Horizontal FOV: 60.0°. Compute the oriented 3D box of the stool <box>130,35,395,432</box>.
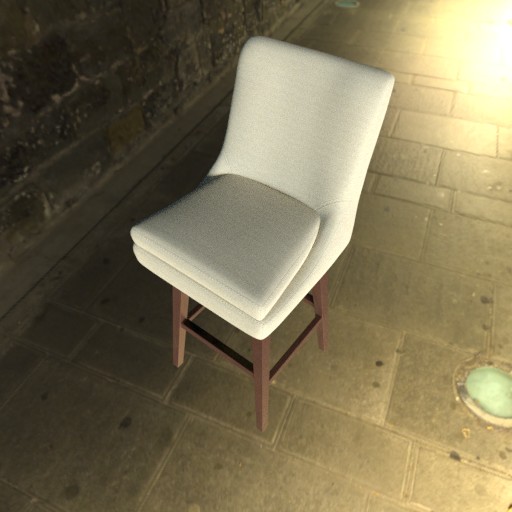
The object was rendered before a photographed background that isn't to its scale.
[{"bbox_3d":[0.000,0.000,1.383,0.483,1.093,0.559,29,52,25],"label":"stool"}]
